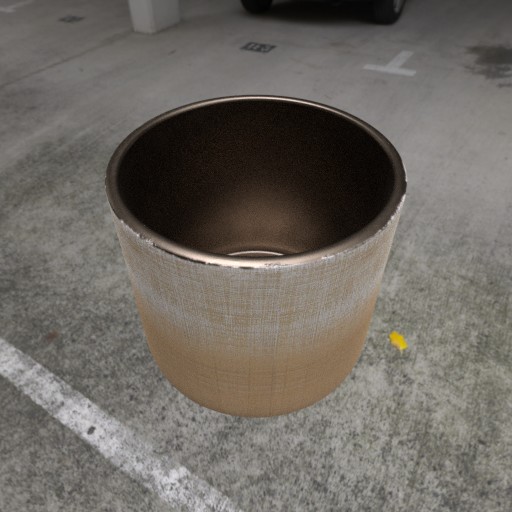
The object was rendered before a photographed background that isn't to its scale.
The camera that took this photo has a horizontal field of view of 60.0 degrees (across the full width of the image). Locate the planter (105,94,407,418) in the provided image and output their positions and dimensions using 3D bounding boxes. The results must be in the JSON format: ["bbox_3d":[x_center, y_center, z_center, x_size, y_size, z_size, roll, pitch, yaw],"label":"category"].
[{"bbox_3d":[0.000,0.000,0.395,0.221,0.201,0.221,0,45,0],"label":"planter"}]
